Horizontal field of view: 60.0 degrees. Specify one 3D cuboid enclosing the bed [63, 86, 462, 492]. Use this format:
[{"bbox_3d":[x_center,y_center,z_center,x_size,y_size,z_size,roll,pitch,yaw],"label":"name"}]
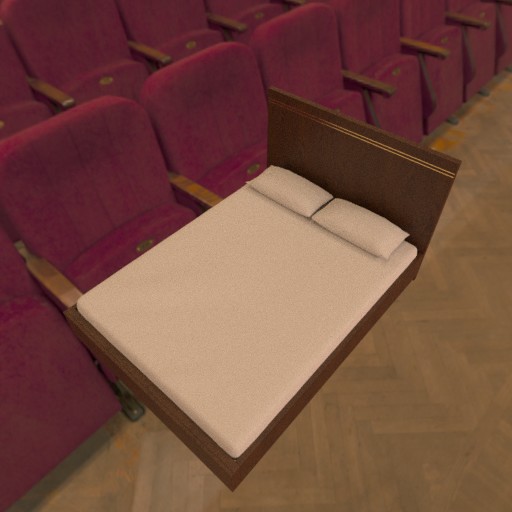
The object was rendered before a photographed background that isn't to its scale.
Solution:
[{"bbox_3d":[0.000,0.000,3.096,1.613,1.169,2.221,33,54,27],"label":"bed"}]
